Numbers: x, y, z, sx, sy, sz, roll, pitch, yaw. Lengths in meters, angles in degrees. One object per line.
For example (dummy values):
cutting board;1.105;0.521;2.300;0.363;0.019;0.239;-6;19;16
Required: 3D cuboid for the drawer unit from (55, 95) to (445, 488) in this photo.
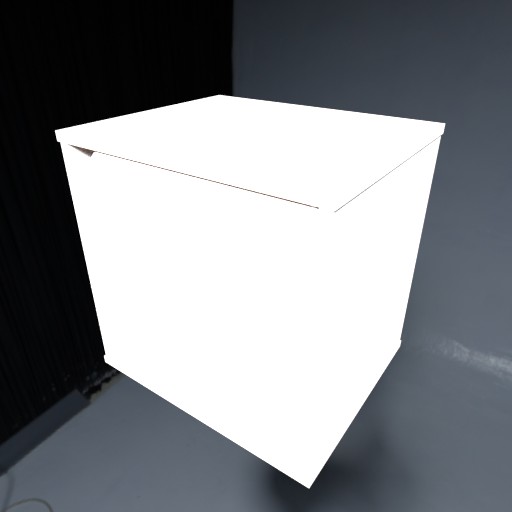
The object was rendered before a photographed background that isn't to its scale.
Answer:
drawer unit;0.000;0.000;0.598;0.349;0.344;0.290;19;34;30
